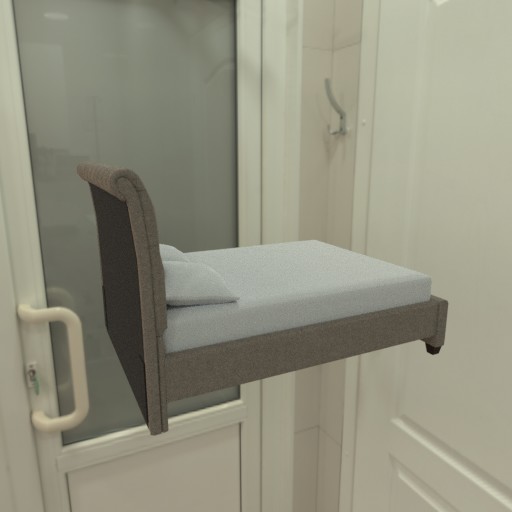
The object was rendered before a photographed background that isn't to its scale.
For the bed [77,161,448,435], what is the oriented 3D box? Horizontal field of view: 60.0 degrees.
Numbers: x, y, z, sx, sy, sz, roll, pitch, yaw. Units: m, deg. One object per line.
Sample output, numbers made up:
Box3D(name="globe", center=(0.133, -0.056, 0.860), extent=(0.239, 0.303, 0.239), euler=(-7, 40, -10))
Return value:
Box3D(name="bed", center=(0.000, 0.000, 3.301), extent=(2.252, 1.371, 1.645), euler=(-6, 15, -26))
